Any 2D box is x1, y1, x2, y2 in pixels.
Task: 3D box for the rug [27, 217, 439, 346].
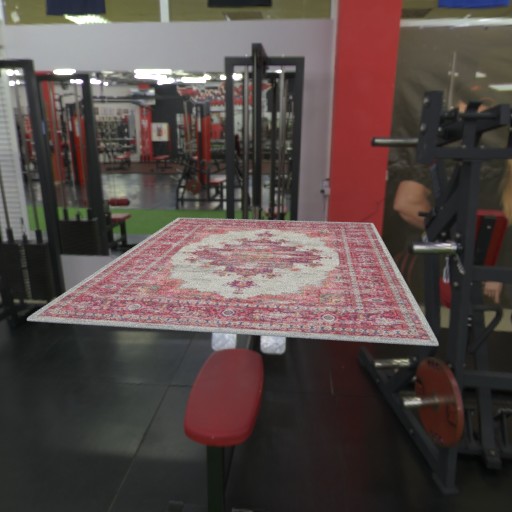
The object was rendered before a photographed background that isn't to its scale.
[{"bbox_3d":[0.000,0.000,4.053,2.447,0.017,3.123,2,17,7],"label":"rug"}]
